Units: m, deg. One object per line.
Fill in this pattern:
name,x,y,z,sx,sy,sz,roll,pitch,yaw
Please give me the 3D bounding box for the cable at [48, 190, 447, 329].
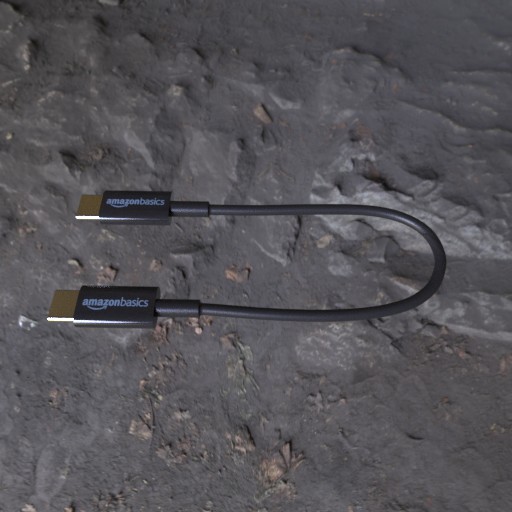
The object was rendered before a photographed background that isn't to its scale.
cable,0.000,0.000,0.115,0.098,0.005,0.041,1,59,1
